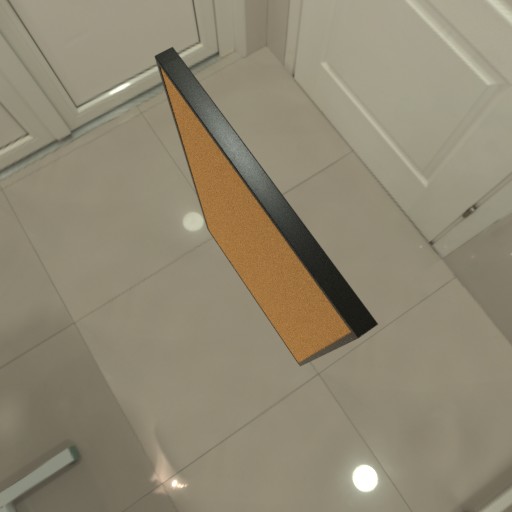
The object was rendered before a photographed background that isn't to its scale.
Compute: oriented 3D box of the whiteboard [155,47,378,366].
[{"bbox_3d":[0.000,0.000,0.782,0.026,0.611,0.406,-33,76,-9],"label":"whiteboard"}]
